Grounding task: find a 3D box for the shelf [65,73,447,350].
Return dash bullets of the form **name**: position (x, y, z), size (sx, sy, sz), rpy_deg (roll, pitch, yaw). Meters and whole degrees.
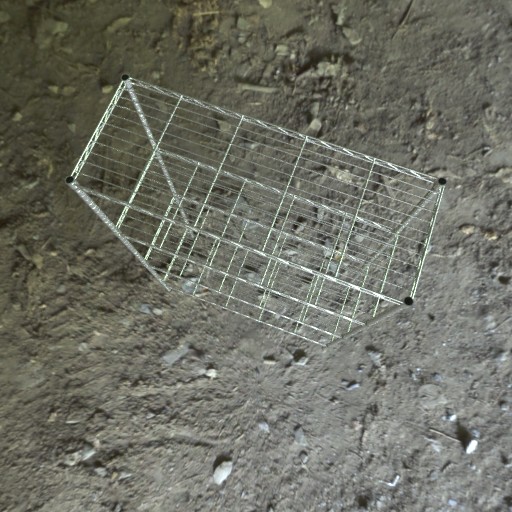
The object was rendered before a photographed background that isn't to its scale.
- **shelf**: position (0.000, 0.000, 1.769), size (0.907, 1.360, 0.352), rpy_deg (20, 75, 6)
